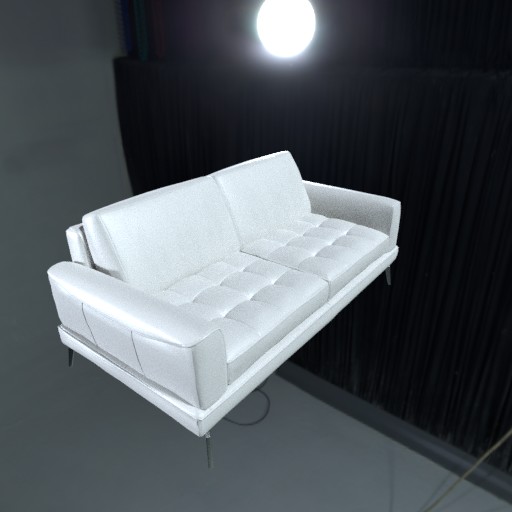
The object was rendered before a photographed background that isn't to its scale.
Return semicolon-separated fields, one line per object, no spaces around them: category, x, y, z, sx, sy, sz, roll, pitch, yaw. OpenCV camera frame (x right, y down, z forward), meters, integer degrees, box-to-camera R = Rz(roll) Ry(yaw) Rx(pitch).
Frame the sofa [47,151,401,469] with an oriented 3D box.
sofa;0.000;0.000;2.779;1.121;0.930;2.177;19;32;33
